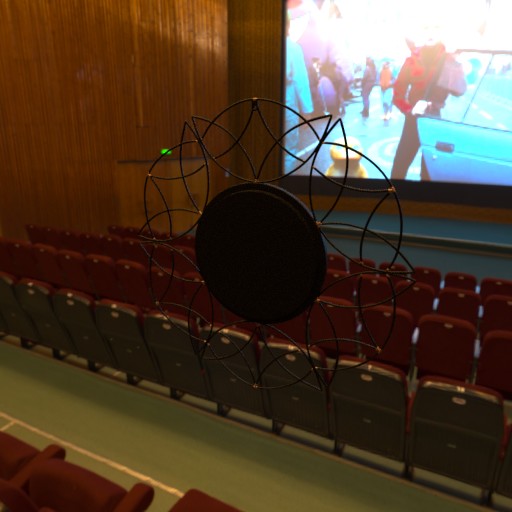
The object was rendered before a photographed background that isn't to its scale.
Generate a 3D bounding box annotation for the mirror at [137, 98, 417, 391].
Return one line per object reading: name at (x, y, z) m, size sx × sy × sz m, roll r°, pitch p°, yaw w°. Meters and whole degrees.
mirror at (0.000, 0.000, 1.153) m, size 0.797 × 0.775 × 0.028 m, roll 8°, pitch 18°, yaw 25°
